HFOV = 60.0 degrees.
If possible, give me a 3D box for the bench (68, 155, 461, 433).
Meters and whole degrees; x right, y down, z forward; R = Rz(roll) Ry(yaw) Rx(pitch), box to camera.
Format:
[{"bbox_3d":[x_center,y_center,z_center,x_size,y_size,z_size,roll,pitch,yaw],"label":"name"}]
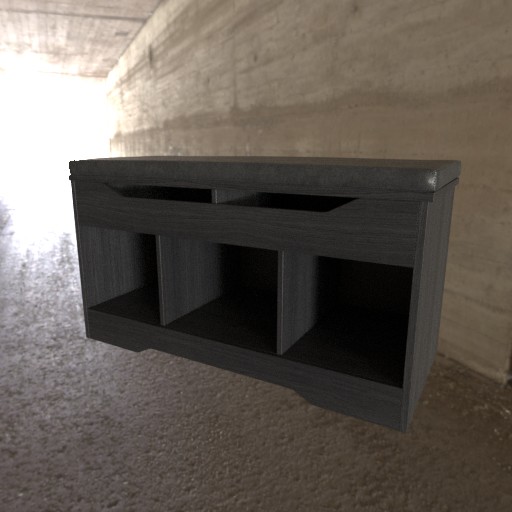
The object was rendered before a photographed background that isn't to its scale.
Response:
[{"bbox_3d":[0.000,0.000,1.162,0.905,0.501,0.401,8,16,28],"label":"bench"}]
